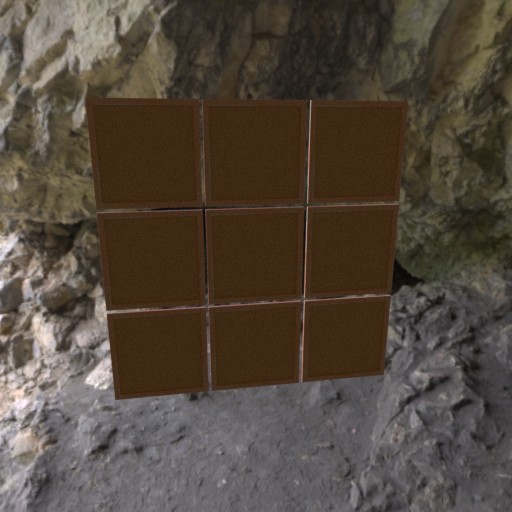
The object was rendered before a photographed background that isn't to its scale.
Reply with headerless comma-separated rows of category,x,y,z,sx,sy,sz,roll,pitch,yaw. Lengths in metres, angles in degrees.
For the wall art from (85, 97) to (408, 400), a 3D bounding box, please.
wall art,0.000,0.000,2.277,1.521,1.519,0.013,-3,16,-9
